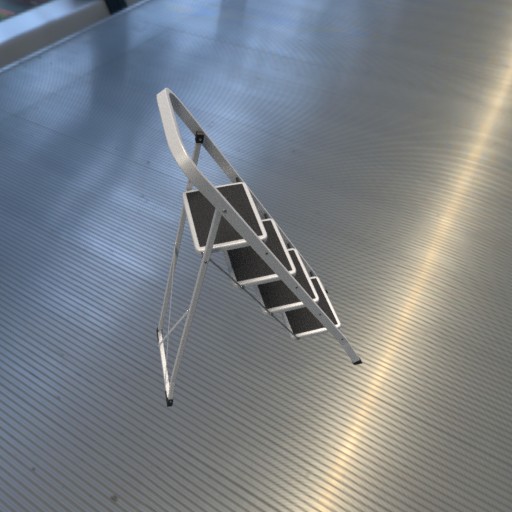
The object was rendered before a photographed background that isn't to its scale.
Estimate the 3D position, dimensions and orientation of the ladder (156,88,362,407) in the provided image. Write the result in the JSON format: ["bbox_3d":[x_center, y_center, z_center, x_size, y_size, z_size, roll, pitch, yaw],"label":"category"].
[{"bbox_3d":[0.000,0.000,1.691,0.914,1.265,0.460,-11,48,-10],"label":"ladder"}]
